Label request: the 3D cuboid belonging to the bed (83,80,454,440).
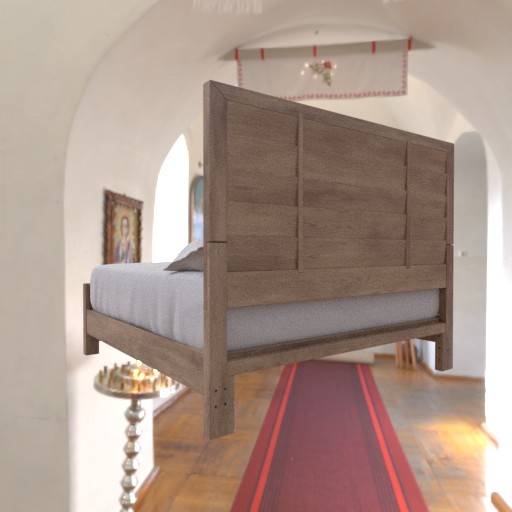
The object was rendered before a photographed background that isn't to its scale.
[{"bbox_3d":[0.000,0.000,3.424,2.032,1.626,2.062,-1,1,-36],"label":"bed"}]
